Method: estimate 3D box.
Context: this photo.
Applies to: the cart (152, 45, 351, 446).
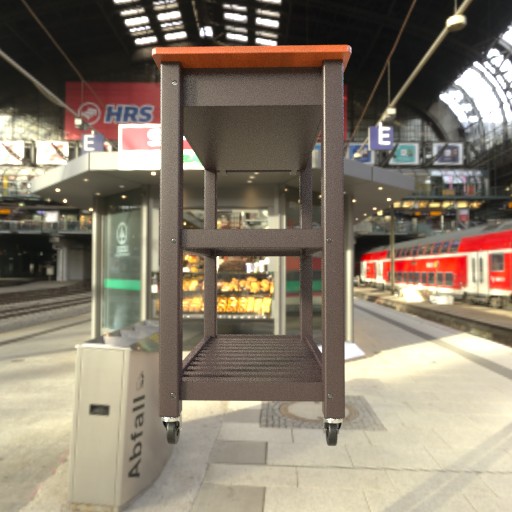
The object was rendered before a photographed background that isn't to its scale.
[{"bbox_3d":[0.000,0.000,1.441,0.457,0.927,0.899,0,-2,2],"label":"cart"}]
